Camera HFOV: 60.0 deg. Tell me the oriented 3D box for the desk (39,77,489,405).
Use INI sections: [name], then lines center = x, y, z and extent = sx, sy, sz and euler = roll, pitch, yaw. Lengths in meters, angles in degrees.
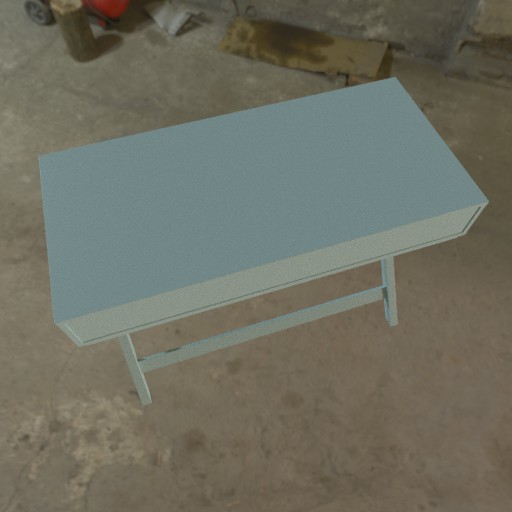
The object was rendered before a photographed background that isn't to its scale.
[desk]
center = 0.000, 0.000, 1.477
extent = 1.059, 0.780, 0.509
euler = -15, 60, -9
